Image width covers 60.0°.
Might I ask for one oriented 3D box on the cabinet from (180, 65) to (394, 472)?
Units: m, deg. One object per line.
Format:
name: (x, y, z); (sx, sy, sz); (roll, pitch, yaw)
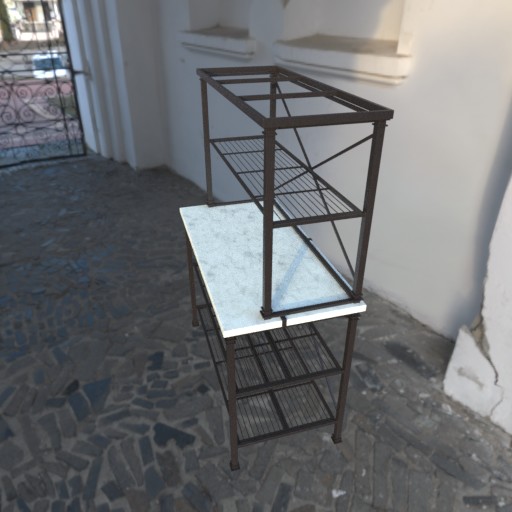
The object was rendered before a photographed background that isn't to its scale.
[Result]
cabinet: (0.000, 0.000, 2.279); (0.610, 1.659, 1.210); (-8, 31, -14)
